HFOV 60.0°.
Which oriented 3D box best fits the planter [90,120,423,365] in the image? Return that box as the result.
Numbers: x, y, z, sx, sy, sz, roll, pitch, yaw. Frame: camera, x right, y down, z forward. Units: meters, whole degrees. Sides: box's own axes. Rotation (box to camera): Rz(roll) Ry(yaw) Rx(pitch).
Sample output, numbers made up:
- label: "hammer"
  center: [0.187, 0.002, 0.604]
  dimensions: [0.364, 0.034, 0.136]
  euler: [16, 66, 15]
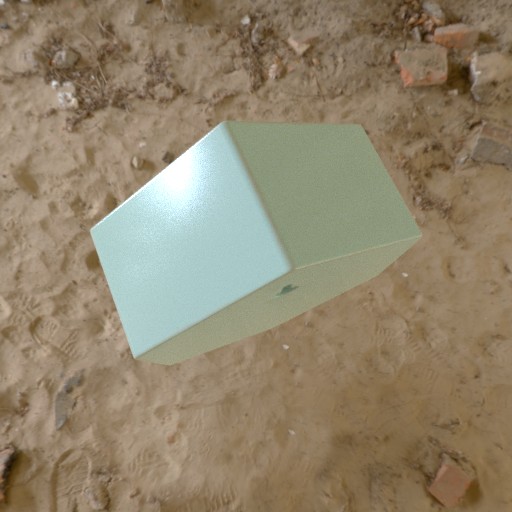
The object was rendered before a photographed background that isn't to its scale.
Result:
- label: "planter"
  center: [0.000, 0.000, 0.291]
  dimensions: [0.169, 0.207, 0.078]
  euler: [-22, 75, -6]
